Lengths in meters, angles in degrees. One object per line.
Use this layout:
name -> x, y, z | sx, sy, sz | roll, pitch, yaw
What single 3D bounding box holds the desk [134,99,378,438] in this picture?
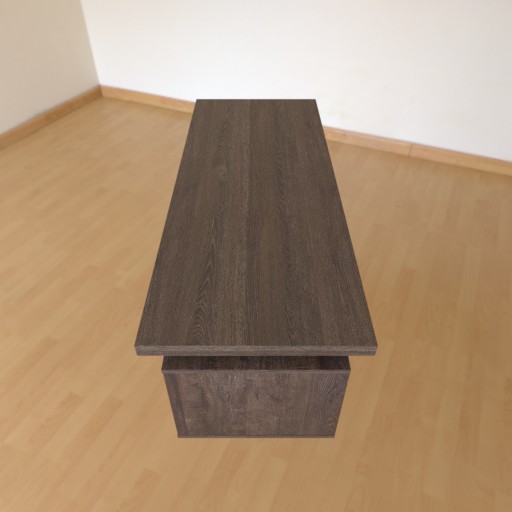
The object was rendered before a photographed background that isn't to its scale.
desk -> 0.000, 0.000, 1.912 | 0.600, 0.760, 1.524 | 0, 42, 0
